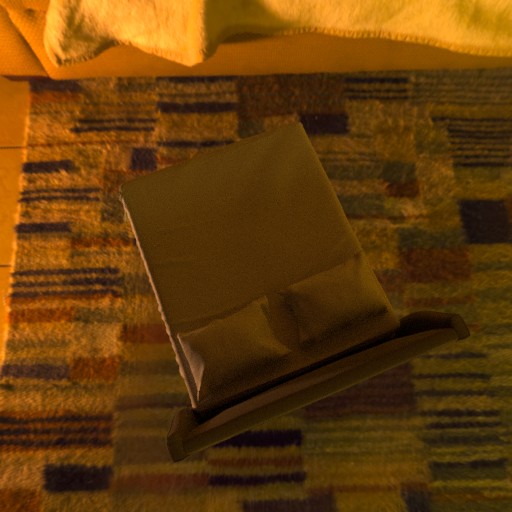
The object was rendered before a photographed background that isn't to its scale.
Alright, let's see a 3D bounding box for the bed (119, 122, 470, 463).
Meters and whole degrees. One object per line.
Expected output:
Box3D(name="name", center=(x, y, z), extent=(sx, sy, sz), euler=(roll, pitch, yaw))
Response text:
Box3D(name="bed", center=(0.000, 0.000, 3.476), extent=(1.925, 1.332, 2.276), euler=(-21, 75, -6))
